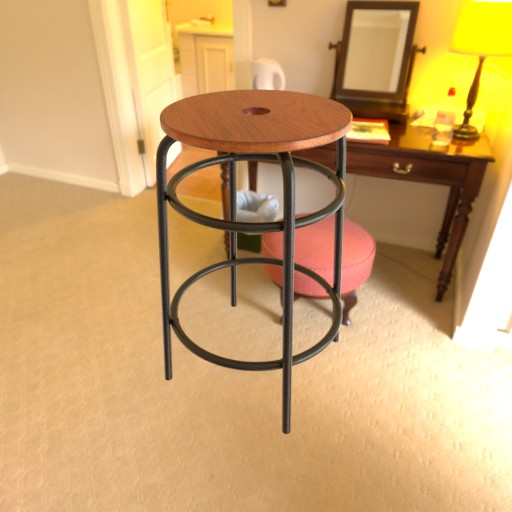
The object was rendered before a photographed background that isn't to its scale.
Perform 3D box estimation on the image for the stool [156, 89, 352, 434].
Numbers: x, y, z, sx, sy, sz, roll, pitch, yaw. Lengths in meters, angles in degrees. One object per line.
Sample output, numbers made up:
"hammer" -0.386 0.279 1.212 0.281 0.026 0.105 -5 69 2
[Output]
"stool" 0.000 0.000 0.947 0.455 0.610 0.455 -10 34 -14
